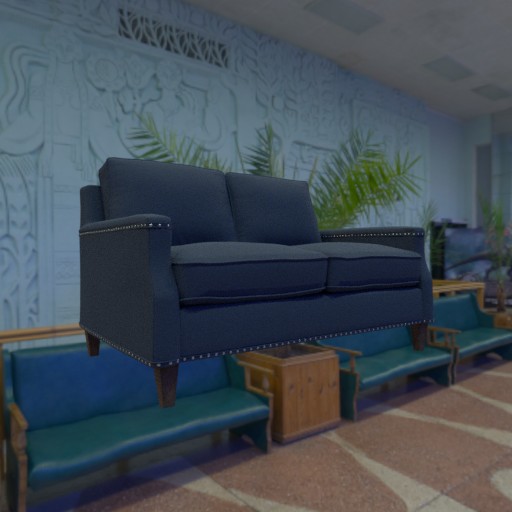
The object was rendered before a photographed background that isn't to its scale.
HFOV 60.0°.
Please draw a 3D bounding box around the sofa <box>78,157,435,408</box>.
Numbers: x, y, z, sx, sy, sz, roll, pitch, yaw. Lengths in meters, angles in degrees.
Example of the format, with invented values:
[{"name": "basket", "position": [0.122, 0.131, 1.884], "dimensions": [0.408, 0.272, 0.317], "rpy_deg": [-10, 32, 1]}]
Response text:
[{"name": "sofa", "position": [0.000, 0.000, 2.313], "dimensions": [1.597, 1.003, 1.084], "rpy_deg": [-1, 1, -36]}]
